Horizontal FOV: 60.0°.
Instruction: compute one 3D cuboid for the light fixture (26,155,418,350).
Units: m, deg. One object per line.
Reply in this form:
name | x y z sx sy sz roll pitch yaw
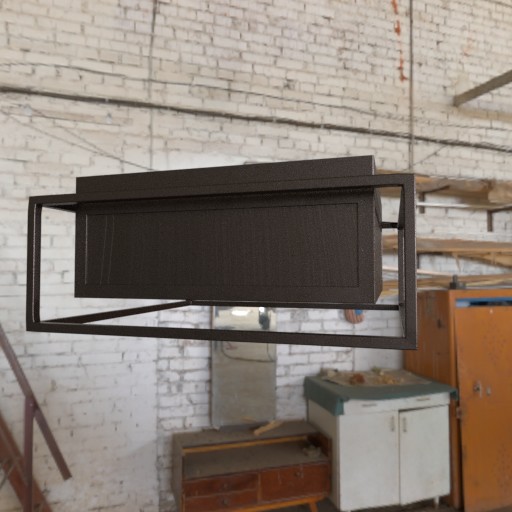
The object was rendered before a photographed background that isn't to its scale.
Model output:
light fixture | 0.000 0.000 0.679 0.441 0.191 0.441 -1 -2 17
